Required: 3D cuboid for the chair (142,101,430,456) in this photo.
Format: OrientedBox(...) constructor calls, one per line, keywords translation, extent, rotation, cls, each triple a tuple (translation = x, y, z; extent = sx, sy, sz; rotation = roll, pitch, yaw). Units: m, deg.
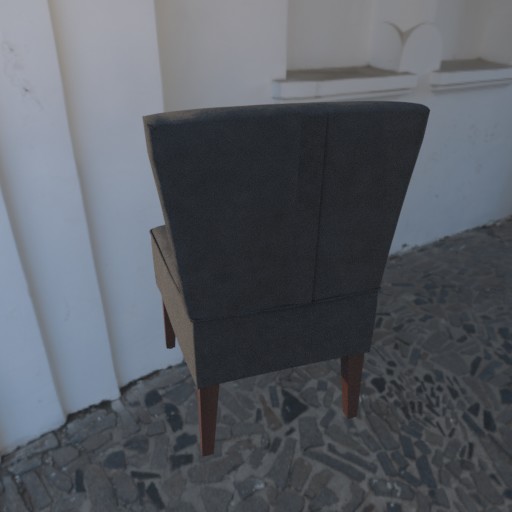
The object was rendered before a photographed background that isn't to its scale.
OrientedBox(translation=(0.000, 0.000, 1.144), extent=(0.521, 0.806, 0.554), rotation=(-8, 27, -16), cls="chair")
